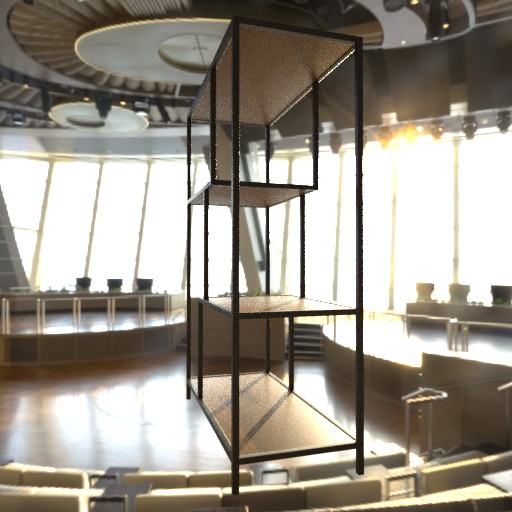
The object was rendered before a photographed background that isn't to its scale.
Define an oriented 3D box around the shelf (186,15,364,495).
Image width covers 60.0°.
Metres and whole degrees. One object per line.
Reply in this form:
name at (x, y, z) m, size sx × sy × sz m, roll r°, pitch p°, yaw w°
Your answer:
shelf at (0.000, 0.000, 1.469) m, size 0.350 × 1.138 × 0.770 m, roll 0°, pitch -1°, yaw -17°
